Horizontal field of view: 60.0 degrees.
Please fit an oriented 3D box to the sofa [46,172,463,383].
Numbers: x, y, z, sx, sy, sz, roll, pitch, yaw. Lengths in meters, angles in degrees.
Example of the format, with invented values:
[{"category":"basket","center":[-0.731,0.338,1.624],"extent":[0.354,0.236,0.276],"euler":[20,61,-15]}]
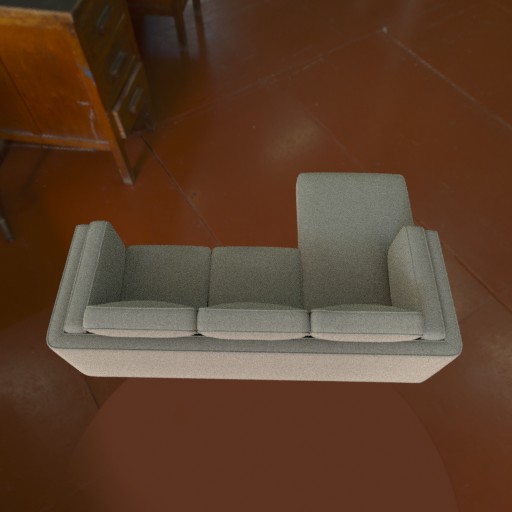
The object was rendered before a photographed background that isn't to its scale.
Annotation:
[{"category":"sofa","center":[0.000,0.000,3.146],"extent":[2.411,0.929,1.604],"euler":[1,59,1]}]
